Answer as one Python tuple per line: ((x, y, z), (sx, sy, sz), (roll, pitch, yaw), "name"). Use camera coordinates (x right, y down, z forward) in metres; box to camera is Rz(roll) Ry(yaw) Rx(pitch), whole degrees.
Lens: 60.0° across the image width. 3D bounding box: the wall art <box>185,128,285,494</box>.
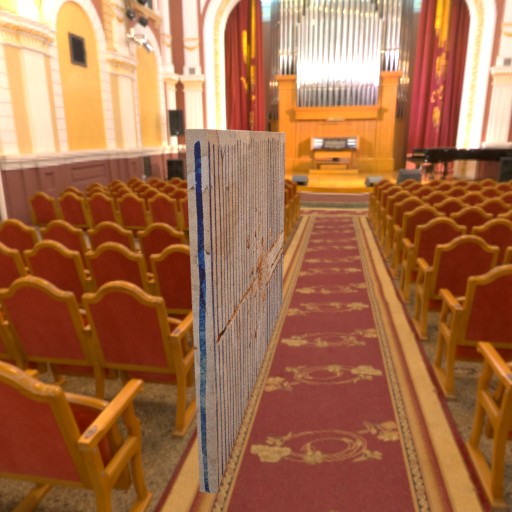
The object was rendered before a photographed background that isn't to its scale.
((0.000, 0.000, 1.126), (0.030, 0.609, 0.919), (3, 15, 10), "wall art")
